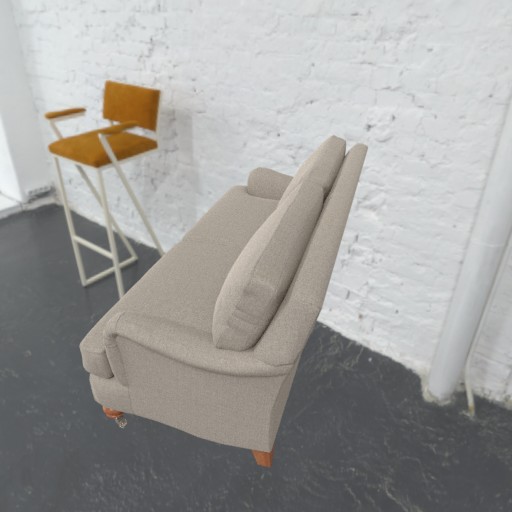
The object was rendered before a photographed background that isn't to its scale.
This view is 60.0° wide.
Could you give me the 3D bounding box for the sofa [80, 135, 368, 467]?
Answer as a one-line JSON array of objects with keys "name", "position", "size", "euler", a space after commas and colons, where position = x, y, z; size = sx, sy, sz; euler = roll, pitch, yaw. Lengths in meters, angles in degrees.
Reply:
[{"name": "sofa", "position": [0.000, 0.000, 2.721], "size": [1.087, 1.054, 2.160], "euler": [8, 31, 15]}]
